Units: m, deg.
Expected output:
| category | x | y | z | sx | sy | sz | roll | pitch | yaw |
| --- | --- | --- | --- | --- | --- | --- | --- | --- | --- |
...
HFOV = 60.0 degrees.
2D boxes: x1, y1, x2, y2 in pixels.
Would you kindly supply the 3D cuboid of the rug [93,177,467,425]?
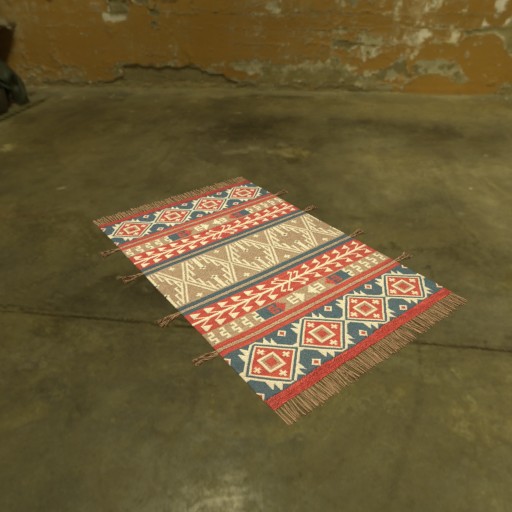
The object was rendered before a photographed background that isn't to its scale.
| category | x | y | z | sx | sy | sz | roll | pitch | yaw |
| --- | --- | --- | --- | --- | --- | --- | --- | --- | --- |
| rug | 0.000 | 0.000 | 3.186 | 1.778 | 0.048 | 2.450 | -23 | 40 | -30 |
